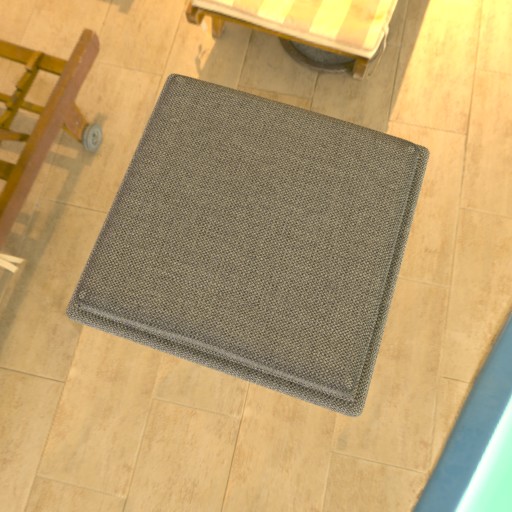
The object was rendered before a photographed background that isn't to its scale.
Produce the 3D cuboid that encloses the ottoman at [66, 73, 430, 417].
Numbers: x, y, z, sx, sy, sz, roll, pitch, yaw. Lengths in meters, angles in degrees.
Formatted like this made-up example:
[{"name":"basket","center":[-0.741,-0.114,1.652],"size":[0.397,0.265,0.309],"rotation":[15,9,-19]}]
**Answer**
[{"name":"ottoman","center":[0.000,0.000,0.846],"size":[0.454,0.487,0.436],"rotation":[18,77,4]}]
